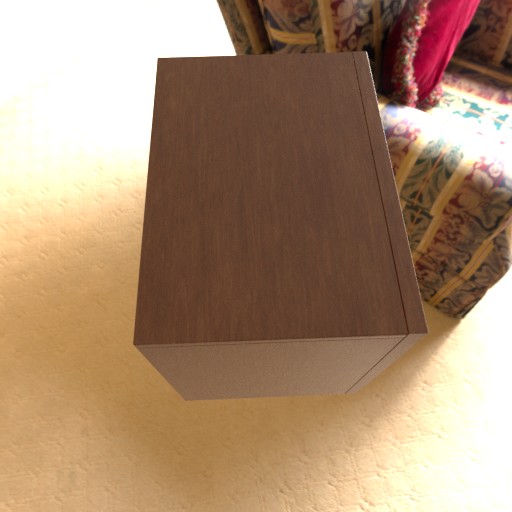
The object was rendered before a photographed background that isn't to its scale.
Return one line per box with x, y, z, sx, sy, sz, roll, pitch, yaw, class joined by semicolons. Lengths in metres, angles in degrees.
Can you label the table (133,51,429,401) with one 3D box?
0.000;0.000;0.996;0.449;0.609;0.557;-2;64;-1;table
